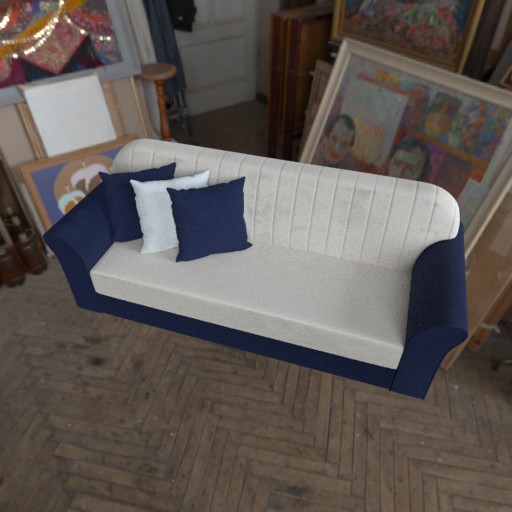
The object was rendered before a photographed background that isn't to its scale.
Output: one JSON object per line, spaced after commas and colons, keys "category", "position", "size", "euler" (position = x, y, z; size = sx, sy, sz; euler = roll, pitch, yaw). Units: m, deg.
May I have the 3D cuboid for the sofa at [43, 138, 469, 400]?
{"category": "sofa", "position": [0.000, 0.000, 2.350], "size": [2.006, 0.789, 0.749], "euler": [12, 43, 13]}
